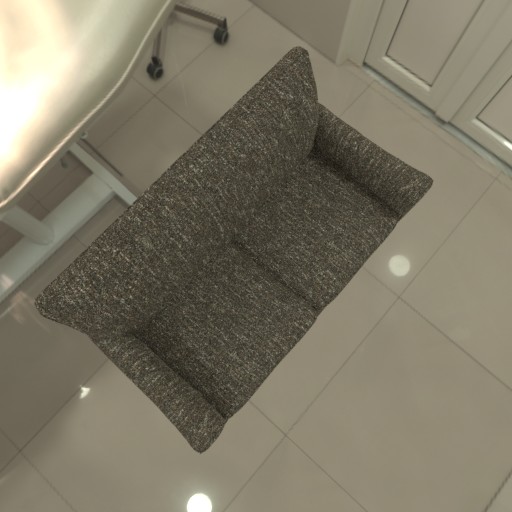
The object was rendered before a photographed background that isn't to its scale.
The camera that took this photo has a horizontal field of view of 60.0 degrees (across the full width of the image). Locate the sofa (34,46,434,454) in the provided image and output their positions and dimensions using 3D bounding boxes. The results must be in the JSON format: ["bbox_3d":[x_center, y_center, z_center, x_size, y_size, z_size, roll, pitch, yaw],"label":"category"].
[{"bbox_3d":[0.000,0.000,2.040,0.801,0.946,1.519,41,79,10],"label":"sofa"}]
